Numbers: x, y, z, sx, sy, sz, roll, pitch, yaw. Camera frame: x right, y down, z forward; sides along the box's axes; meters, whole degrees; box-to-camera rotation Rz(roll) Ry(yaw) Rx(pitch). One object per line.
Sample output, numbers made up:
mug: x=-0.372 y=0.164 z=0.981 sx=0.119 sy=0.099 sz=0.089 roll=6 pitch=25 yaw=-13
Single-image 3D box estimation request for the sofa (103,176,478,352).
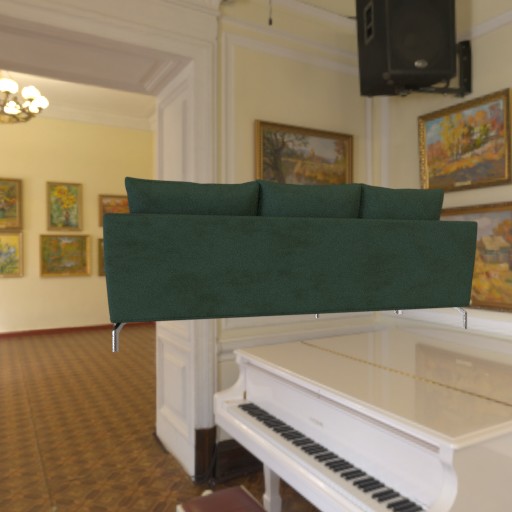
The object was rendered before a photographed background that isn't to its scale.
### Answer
sofa: x=0.000 y=0.000 z=3.861 sx=2.452 sy=1.004 sz=2.468 roll=0 pitch=1 yaw=-17
